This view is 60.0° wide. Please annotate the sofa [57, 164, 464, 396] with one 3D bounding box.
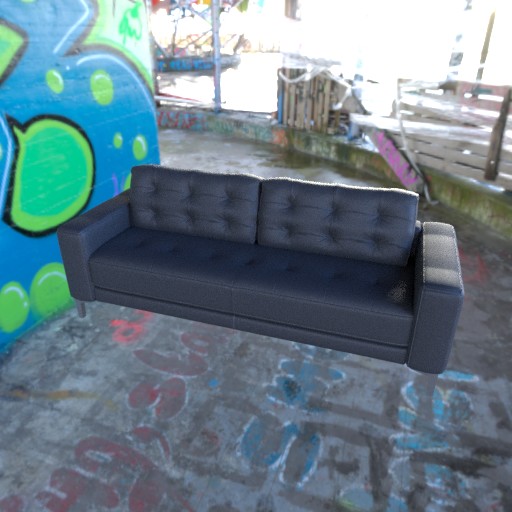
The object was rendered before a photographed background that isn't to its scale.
[{"bbox_3d":[0.000,0.000,2.725,2.275,0.893,0.833,9,29,16],"label":"sofa"}]
